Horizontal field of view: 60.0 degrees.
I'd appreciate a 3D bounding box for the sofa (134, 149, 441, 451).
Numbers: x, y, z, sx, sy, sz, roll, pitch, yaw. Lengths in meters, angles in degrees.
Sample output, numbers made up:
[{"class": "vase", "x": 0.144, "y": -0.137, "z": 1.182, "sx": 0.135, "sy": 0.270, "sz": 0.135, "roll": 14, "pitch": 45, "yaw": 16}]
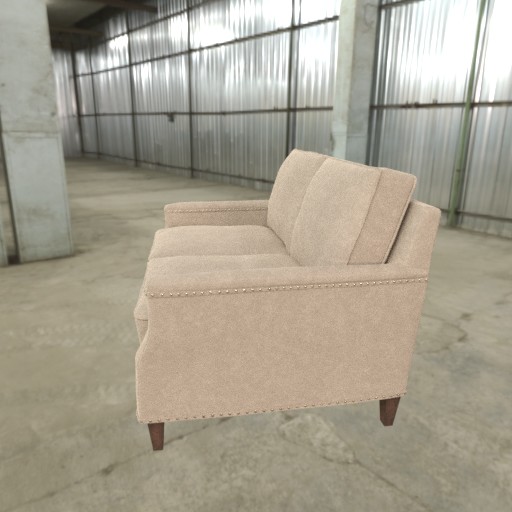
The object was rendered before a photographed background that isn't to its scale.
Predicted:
[{"class": "sofa", "x": 0.000, "y": 0.000, "z": 2.244, "sx": 1.084, "sy": 1.002, "sz": 1.597, "roll": -3, "pitch": 16, "yaw": -9}]
